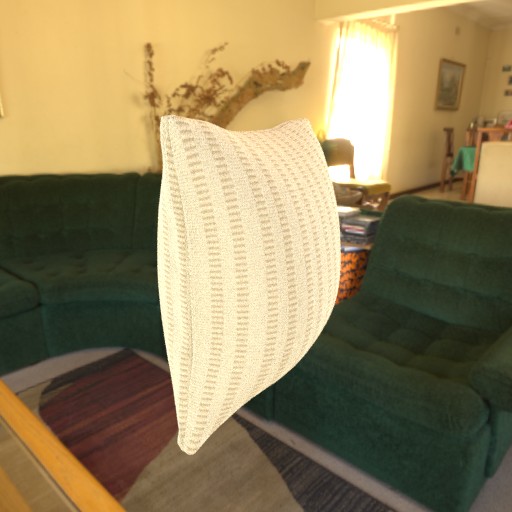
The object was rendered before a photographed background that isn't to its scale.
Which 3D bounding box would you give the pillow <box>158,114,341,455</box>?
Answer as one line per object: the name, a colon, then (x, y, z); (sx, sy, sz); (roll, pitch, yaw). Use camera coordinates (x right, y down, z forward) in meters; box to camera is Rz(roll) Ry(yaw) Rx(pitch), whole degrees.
pillow: (0.000, 0.000, 0.696); (0.247, 0.419, 0.438); (8, 19, 24)
